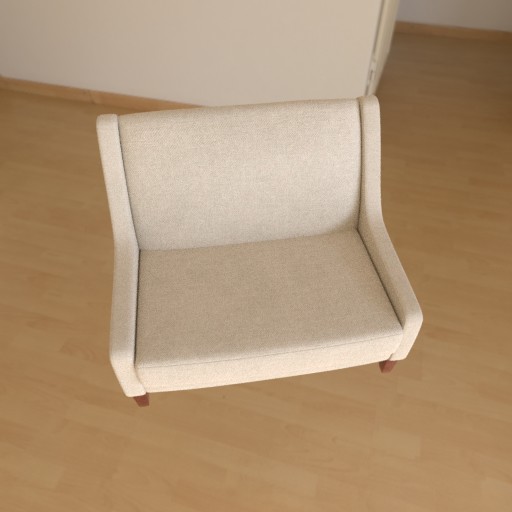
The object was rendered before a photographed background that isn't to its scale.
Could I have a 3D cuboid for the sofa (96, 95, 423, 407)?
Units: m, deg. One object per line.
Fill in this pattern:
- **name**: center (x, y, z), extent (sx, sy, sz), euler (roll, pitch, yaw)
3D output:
- **sofa**: center (0.000, 0.000, 1.933), extent (1.212, 0.976, 0.946), euler (-6, 46, -6)
